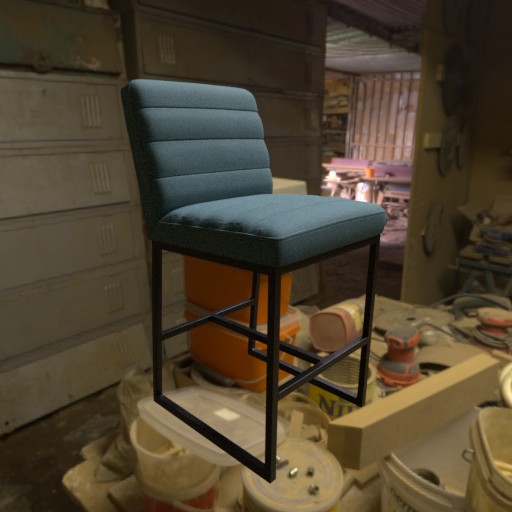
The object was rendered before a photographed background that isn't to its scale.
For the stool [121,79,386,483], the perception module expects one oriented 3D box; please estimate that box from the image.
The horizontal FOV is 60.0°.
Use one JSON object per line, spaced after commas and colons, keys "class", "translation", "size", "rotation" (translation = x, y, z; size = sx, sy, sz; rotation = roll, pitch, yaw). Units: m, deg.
{"class": "stool", "translation": [0.000, 0.000, 1.249], "size": [0.560, 0.940, 0.460], "rotation": [15, 21, 42]}
